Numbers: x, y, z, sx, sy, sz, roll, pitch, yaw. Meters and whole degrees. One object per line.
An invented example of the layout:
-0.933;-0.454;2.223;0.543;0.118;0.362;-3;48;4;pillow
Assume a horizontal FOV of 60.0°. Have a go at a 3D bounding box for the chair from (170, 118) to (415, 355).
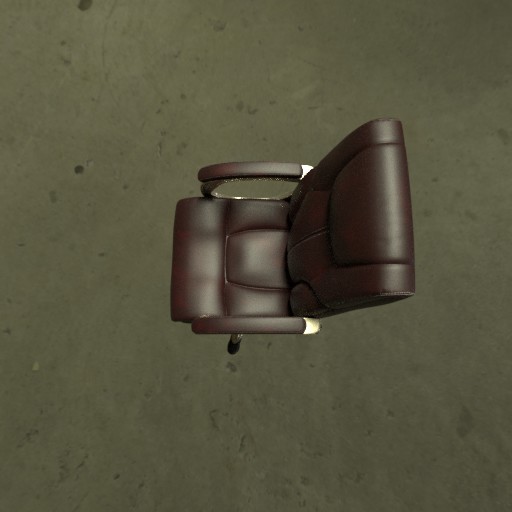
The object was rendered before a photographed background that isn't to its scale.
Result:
0.000;0.000;1.572;0.739;1.107;0.662;0;76;0;chair
